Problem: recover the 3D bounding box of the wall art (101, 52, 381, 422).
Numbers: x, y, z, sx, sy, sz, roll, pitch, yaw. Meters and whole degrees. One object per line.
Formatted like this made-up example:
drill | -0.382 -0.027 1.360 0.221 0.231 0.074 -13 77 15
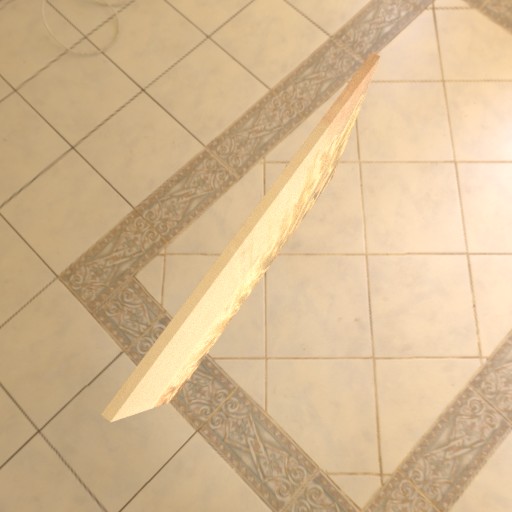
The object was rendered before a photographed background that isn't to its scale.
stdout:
wall art | 0.000 0.000 1.934 0.038 1.012 1.525 34 78 8
